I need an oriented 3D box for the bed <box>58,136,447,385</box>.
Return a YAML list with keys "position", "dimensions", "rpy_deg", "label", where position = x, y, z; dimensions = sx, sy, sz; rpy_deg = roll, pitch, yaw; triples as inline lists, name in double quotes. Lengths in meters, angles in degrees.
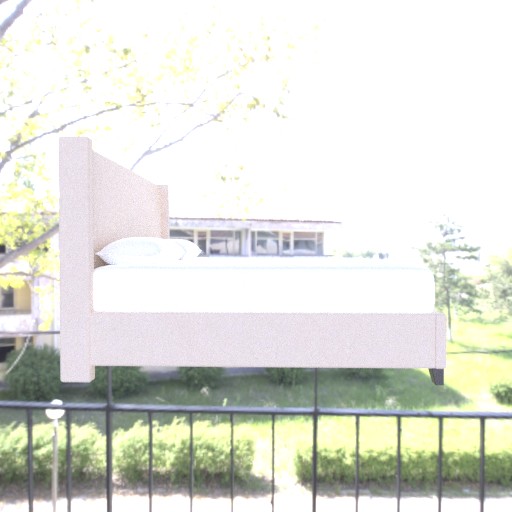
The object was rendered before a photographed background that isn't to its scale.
- position: [0.000, 0.000, 3.674]
  dimensions: [2.293, 1.471, 2.145]
  rpy_deg: [0, 1, 2]
  label: "bed"
